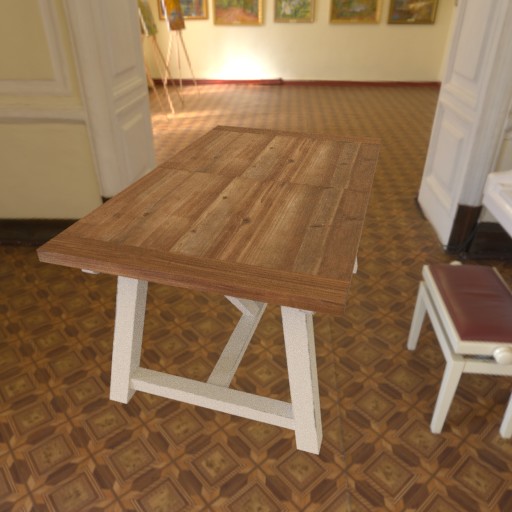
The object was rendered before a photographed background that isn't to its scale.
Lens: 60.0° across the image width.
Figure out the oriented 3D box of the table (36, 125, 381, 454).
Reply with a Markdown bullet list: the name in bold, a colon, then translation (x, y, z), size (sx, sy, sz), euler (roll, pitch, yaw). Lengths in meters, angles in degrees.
- **table**: translation (0.000, 0.000, 2.024), size (0.922, 0.743, 1.503), euler (9, 32, 15)
